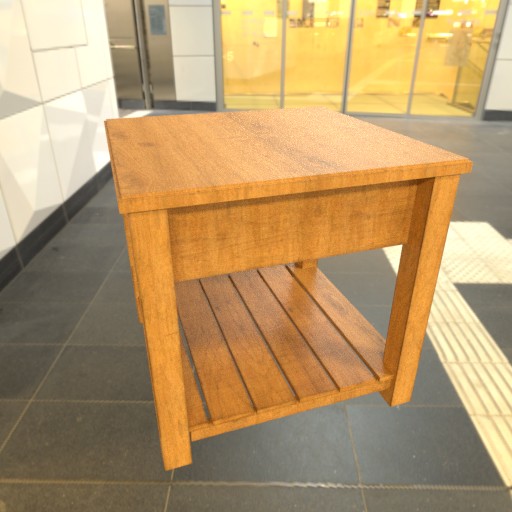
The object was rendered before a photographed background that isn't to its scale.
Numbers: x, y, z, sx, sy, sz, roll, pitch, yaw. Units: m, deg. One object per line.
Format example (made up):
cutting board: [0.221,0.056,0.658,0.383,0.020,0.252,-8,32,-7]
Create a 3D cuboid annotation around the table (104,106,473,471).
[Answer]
table: [0.000,0.000,1.100,0.616,0.593,0.612,-9,29,-16]
